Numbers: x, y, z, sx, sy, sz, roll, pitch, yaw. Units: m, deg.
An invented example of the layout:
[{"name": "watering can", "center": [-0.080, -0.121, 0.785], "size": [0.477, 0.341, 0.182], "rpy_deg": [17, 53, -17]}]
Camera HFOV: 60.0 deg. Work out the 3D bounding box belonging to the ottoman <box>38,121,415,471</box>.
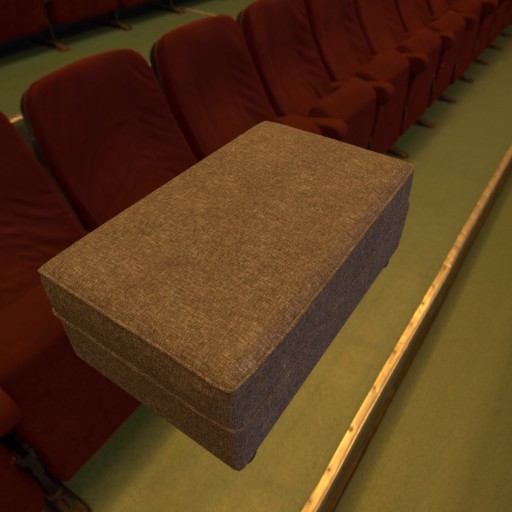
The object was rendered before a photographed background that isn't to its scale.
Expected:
[{"name": "ottoman", "center": [0.000, 0.000, 1.565], "size": [0.717, 0.487, 1.184], "rpy_deg": [25, 47, 25]}]
